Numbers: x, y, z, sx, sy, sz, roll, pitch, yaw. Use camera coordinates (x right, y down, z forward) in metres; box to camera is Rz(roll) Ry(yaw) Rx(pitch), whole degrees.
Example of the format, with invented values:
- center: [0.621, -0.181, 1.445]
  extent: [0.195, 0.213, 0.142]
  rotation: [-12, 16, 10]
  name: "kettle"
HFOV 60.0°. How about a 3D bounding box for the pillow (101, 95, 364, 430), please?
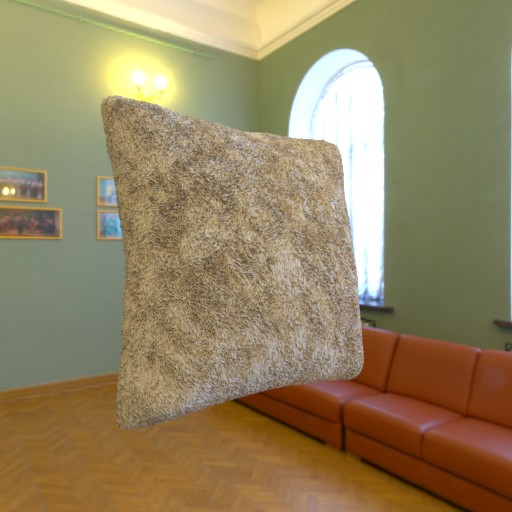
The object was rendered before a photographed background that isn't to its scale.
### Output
- center: [0.000, 0.000, 0.814]
  extent: [0.529, 0.515, 0.218]
  rotation: [0, 0, -37]
  name: "pillow"
